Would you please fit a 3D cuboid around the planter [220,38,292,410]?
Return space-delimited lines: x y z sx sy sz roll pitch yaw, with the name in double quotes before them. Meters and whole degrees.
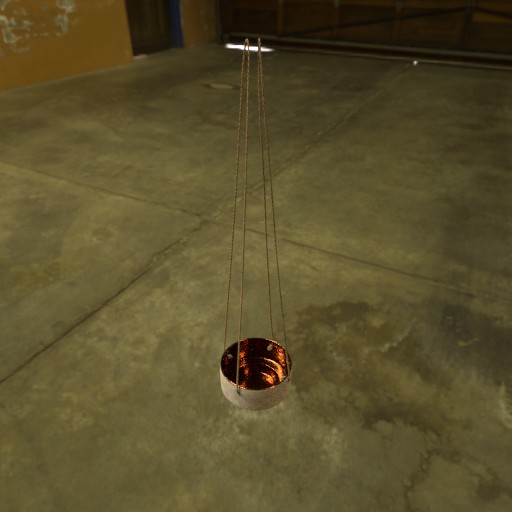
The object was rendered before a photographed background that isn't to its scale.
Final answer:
"planter" 0.000 0.000 1.162 0.223 1.030 0.223 -9 34 -14
